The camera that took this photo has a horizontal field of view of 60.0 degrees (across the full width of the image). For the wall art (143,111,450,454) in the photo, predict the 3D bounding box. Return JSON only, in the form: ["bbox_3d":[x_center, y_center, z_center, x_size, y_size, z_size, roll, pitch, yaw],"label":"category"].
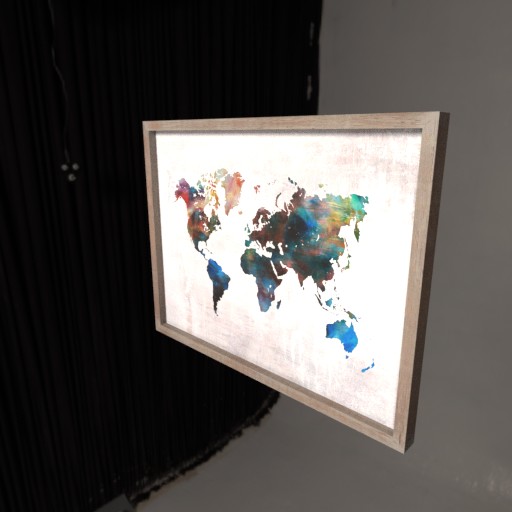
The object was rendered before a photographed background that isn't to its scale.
[{"bbox_3d":[0.000,0.000,1.697,1.320,1.009,0.070,14,21,41],"label":"wall art"}]
